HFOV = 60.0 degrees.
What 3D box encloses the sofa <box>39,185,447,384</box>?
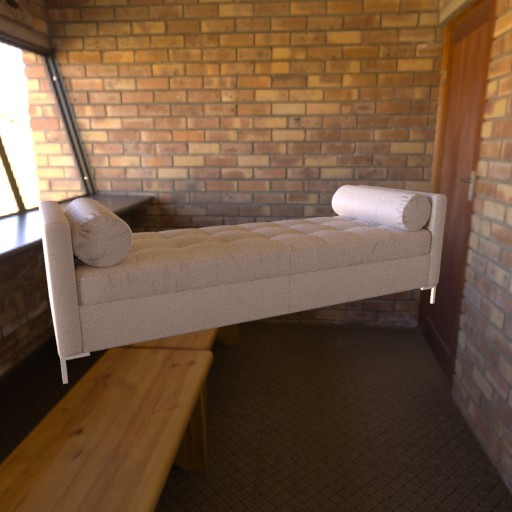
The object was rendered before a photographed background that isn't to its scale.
[{"bbox_3d":[0.000,0.000,2.319,1.981,0.635,0.686,-7,16,-26],"label":"sofa"}]
